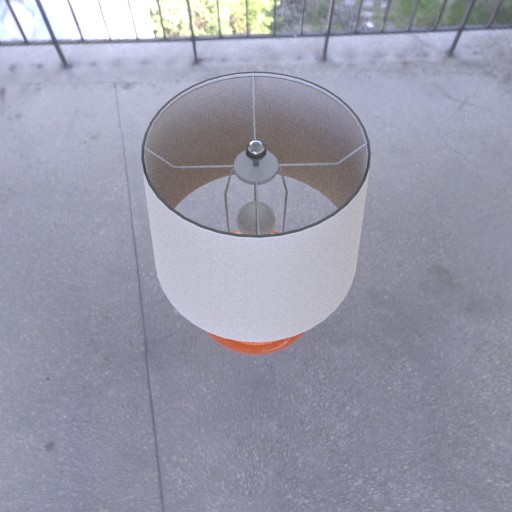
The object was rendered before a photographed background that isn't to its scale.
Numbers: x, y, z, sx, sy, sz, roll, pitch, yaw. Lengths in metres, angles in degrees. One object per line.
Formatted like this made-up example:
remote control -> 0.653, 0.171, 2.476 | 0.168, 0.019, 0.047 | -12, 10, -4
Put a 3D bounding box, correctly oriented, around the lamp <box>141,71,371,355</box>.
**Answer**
lamp -> 0.000, 0.000, 0.563 | 0.247, 0.387, 0.247 | 0, 58, 0
